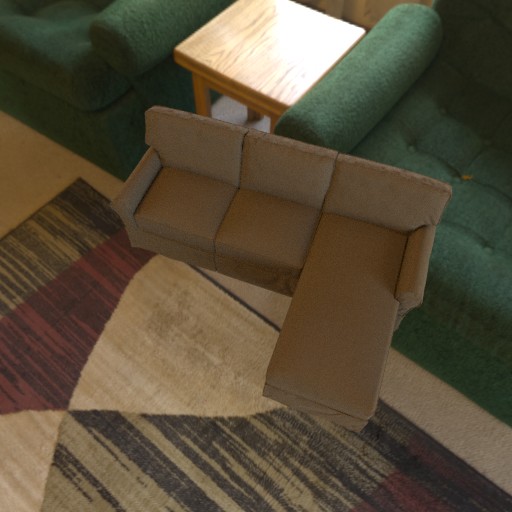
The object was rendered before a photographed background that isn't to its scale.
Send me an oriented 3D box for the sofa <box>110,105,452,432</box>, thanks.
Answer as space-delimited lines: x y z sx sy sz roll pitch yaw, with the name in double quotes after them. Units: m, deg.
0.000 0.000 3.365 2.475 0.978 1.733 18 61 10 "sofa"
